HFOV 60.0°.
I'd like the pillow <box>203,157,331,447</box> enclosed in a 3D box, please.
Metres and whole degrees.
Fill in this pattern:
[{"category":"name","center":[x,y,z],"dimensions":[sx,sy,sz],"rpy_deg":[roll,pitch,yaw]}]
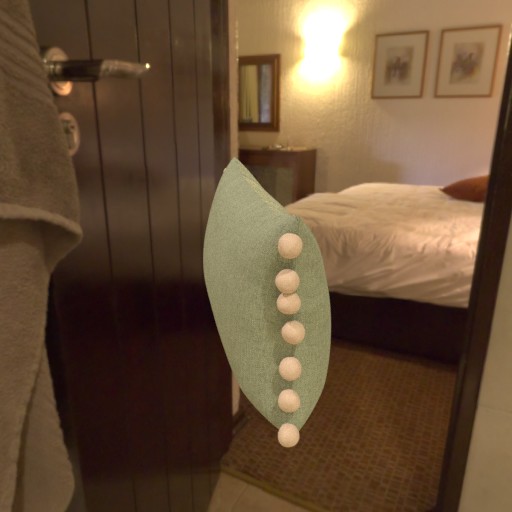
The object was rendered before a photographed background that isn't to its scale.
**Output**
[{"category":"pillow","center":[0.000,0.000,0.855],"dimensions":[0.201,0.322,0.709],"rpy_deg":[-3,18,-9]}]
